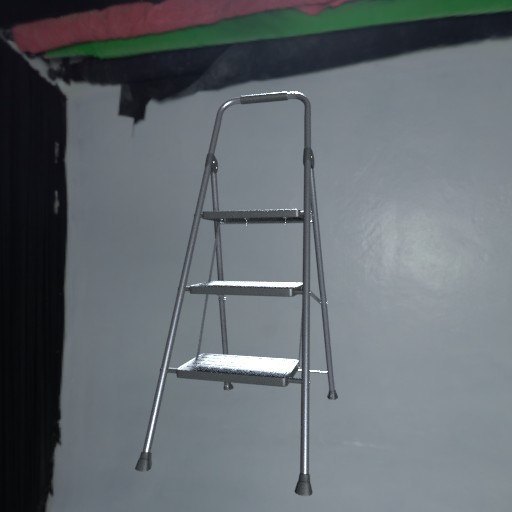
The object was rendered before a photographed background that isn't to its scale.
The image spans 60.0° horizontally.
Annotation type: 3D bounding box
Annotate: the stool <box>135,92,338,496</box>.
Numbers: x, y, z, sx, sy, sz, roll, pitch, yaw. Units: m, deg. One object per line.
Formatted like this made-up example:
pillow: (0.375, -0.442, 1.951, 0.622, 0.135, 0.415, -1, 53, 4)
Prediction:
stool: (0.000, 0.000, 1.449, 0.473, 1.121, 0.733, 0, 1, 15)
